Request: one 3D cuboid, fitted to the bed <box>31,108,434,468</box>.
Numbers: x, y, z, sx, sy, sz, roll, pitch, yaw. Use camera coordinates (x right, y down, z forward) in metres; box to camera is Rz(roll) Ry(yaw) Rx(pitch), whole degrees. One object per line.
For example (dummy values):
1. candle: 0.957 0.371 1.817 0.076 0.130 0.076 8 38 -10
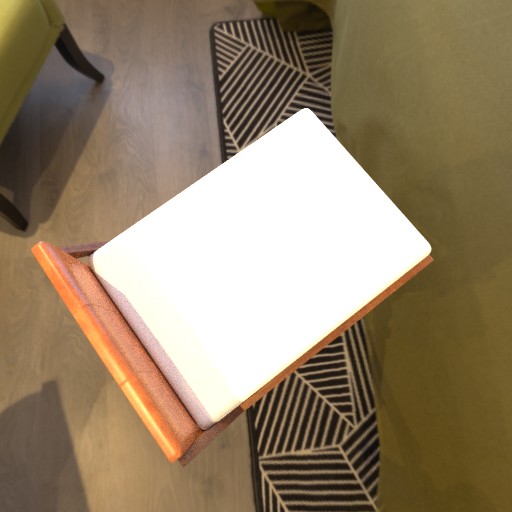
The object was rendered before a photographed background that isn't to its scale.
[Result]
1. bed: 0.000 0.000 3.240 2.311 1.168 1.651 -36 79 -9
